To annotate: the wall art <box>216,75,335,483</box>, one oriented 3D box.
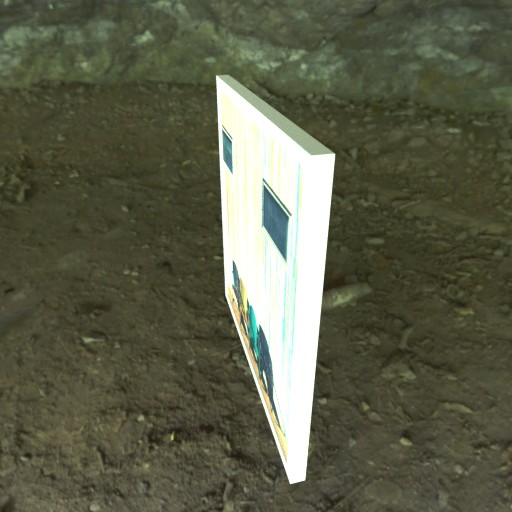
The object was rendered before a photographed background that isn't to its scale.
[{"bbox_3d":[0.000,0.000,1.134,0.036,0.760,0.760,-7,31,-12],"label":"wall art"}]
